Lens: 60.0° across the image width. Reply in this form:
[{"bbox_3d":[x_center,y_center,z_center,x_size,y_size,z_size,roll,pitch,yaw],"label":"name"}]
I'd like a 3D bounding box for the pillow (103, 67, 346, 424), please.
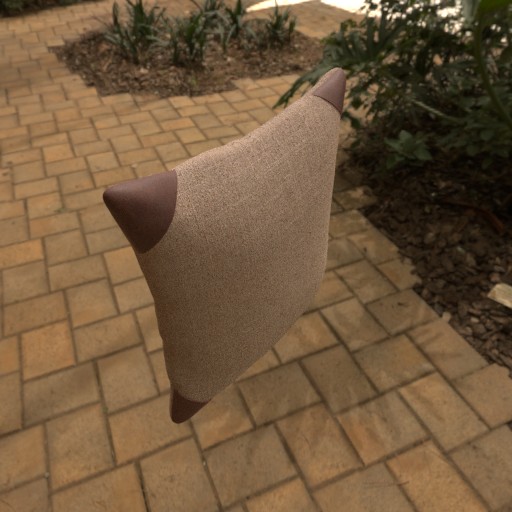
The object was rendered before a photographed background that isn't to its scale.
[{"bbox_3d":[0.000,0.000,0.675,0.147,0.448,0.437,26,47,27],"label":"pillow"}]
